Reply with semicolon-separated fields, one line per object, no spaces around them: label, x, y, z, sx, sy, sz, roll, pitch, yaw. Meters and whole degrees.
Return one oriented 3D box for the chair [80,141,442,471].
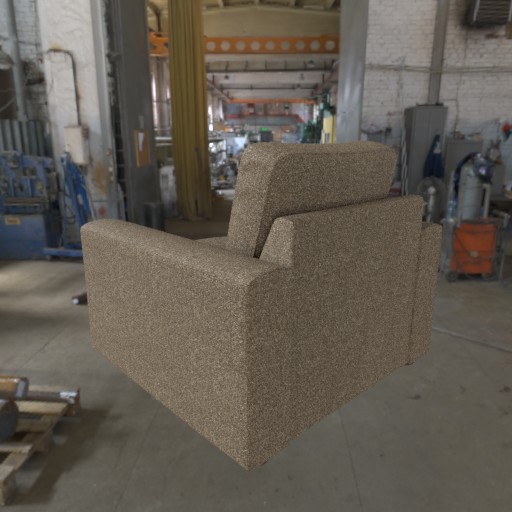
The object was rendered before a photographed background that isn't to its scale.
chair;0.000;0.000;1.737;1.005;0.873;1.016;-14;20;-41
